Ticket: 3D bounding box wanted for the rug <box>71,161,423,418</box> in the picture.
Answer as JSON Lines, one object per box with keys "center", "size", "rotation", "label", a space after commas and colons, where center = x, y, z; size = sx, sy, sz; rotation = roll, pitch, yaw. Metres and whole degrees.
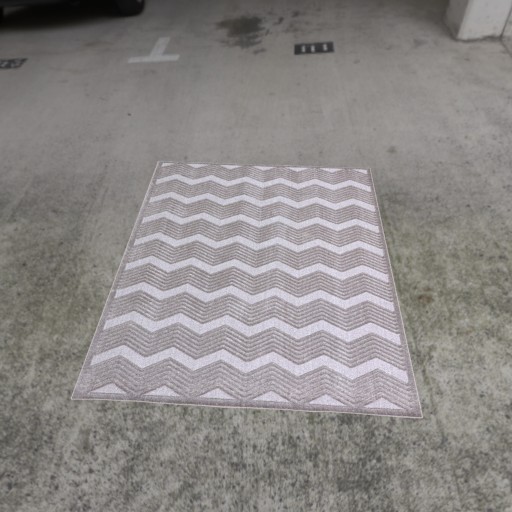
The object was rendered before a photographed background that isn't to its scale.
{"center": [0.000, 0.000, 3.998], "size": [2.391, 0.005, 2.880], "rotation": [2, 46, 2], "label": "rug"}
